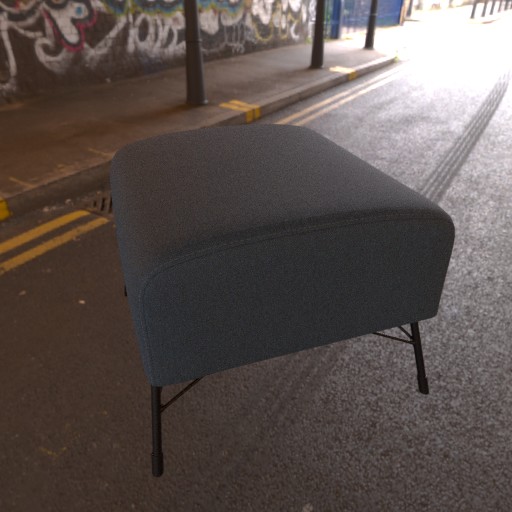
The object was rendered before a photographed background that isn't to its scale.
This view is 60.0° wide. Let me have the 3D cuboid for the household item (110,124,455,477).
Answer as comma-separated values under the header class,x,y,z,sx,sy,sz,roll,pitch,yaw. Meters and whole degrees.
class,x,y,z,sx,sy,sz,roll,pitch,yaw
household item,0.000,0.000,0.884,0.530,0.420,0.530,-10,33,-16
